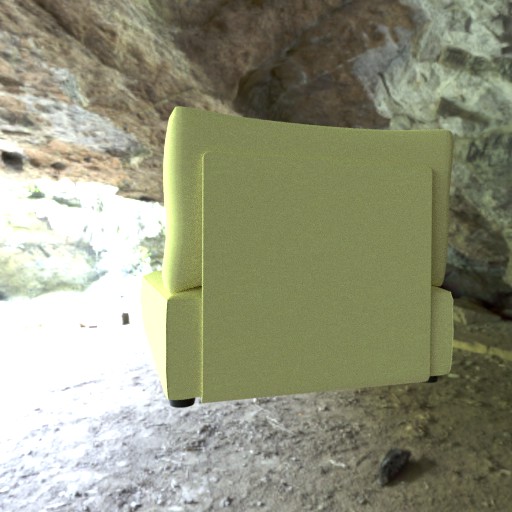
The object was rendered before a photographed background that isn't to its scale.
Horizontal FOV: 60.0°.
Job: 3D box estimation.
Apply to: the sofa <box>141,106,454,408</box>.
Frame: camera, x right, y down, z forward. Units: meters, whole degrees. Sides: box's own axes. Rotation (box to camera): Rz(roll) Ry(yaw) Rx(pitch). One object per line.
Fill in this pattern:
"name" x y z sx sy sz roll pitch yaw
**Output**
"sofa" 0.000 0.000 1.968 0.930 0.820 1.450 0 0 -17
